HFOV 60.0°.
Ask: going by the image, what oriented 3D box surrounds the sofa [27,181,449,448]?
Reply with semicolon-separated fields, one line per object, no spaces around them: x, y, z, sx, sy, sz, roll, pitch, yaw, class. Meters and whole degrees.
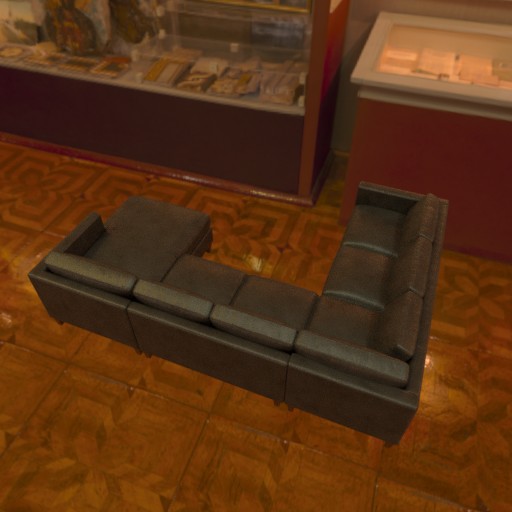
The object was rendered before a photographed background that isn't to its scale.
0.000;0.000;4.413;3.324;0.891;2.452;16;47;15;sofa
